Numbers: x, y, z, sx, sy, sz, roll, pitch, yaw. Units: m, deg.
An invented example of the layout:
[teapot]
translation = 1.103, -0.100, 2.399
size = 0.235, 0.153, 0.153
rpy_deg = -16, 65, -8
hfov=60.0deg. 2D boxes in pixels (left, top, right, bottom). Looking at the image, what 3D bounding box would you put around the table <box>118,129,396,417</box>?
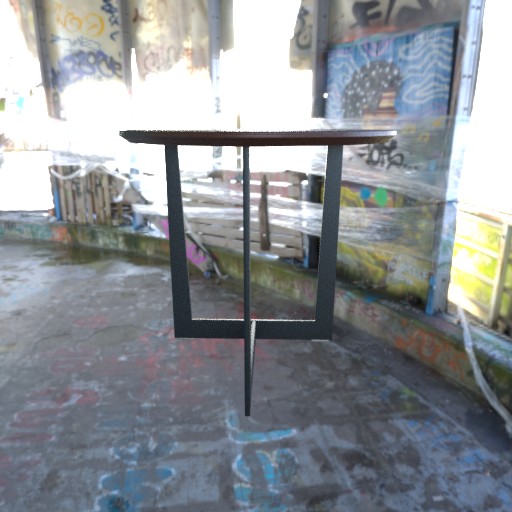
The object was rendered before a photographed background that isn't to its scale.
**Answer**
[table]
translation = 0.000, 0.000, 0.870
size = 0.477, 0.476, 0.494
rpy_deg = -2, 17, -8
